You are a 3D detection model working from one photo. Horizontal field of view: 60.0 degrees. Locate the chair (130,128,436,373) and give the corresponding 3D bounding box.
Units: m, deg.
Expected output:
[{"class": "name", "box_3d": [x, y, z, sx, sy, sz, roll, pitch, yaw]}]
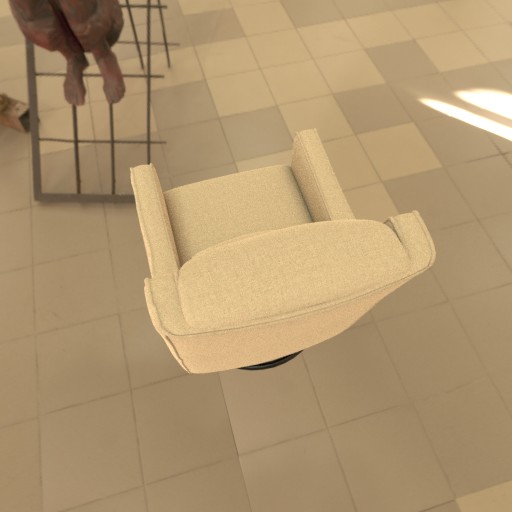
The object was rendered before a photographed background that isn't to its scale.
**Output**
[{"class": "chair", "box_3d": [0.000, 0.000, 1.577, 0.732, 0.993, 0.879, -14, 60, -8]}]
